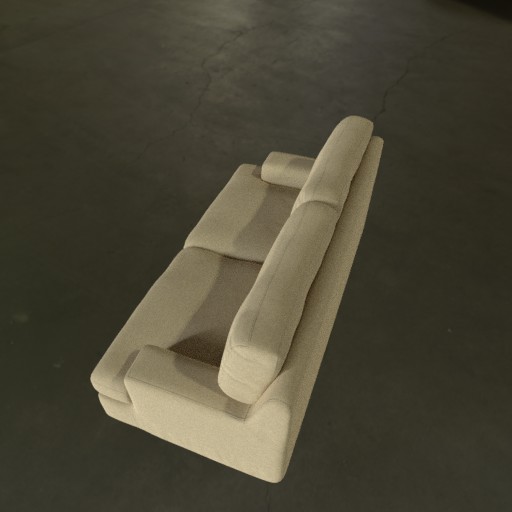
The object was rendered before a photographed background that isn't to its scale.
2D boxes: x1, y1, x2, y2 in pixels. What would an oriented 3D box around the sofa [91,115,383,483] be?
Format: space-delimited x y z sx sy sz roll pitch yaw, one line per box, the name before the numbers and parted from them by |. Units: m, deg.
sofa | 0.000 0.000 2.413 0.962 0.967 1.885 15 47 15
